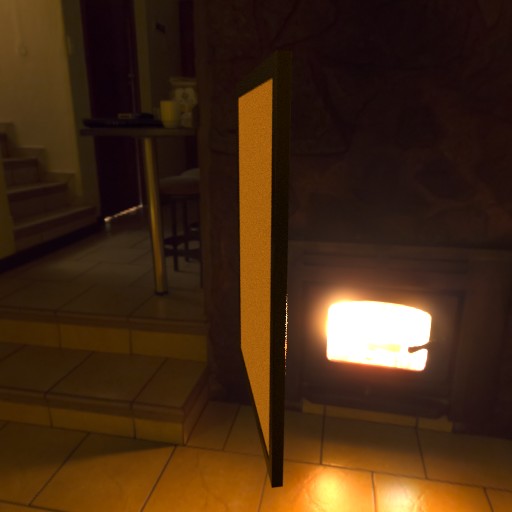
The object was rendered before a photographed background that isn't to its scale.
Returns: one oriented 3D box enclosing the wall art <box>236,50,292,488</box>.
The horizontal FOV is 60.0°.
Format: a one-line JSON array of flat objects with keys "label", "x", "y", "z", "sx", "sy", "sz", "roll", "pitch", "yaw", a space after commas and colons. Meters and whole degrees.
[{"label": "wall art", "x": 0.000, "y": 0.000, "z": 0.562, "sx": 0.013, "sy": 0.432, "sz": 0.304, "roll": -2, "pitch": 16, "yaw": -8}]
